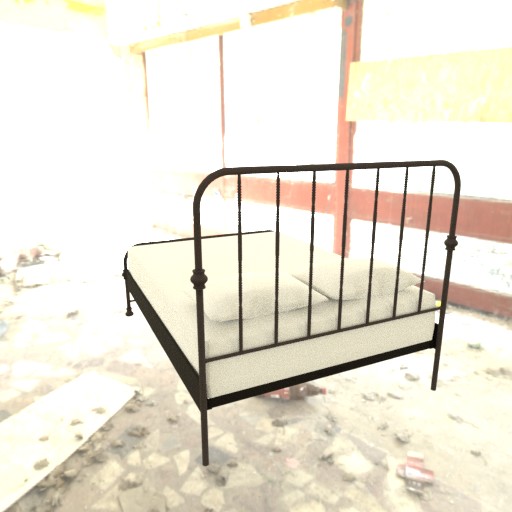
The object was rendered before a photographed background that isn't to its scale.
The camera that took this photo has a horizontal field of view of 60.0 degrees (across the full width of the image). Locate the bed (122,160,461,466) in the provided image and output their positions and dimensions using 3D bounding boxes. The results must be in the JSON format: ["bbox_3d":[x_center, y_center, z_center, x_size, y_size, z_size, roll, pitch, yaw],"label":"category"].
[{"bbox_3d":[0.000,0.000,3.225,1.616,1.446,2.134,-7,17,-25],"label":"bed"}]
